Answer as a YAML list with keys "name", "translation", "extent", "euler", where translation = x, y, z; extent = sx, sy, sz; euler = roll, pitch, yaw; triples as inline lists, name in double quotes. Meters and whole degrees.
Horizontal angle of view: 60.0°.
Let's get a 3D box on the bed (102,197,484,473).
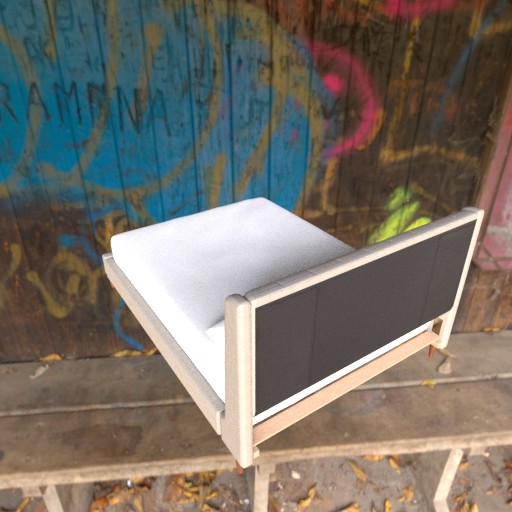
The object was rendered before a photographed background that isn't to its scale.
- name: "bed"
  translation: [0.000, 0.000, 3.195]
  extent: [1.656, 1.147, 2.232]
  euler: [-19, 35, -29]
